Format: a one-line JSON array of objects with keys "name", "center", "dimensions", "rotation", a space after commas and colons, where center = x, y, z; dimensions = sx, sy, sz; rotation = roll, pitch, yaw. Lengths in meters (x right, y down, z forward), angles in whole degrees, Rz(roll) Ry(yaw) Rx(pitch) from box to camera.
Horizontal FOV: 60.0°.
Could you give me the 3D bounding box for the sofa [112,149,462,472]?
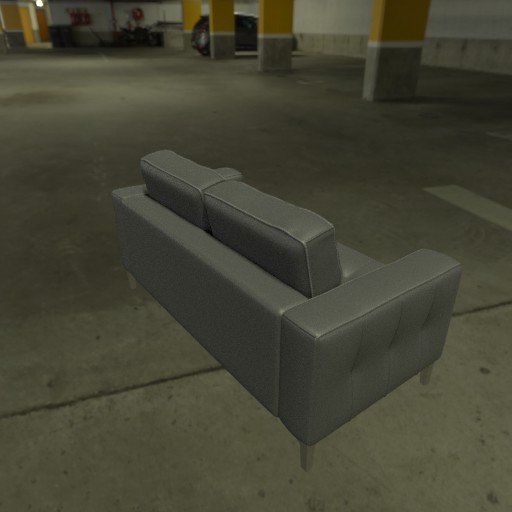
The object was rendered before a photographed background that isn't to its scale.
[{"name": "sofa", "center": [0.000, 0.000, 2.229], "dimensions": [0.833, 0.892, 1.726], "rotation": [-19, 33, -32]}]
